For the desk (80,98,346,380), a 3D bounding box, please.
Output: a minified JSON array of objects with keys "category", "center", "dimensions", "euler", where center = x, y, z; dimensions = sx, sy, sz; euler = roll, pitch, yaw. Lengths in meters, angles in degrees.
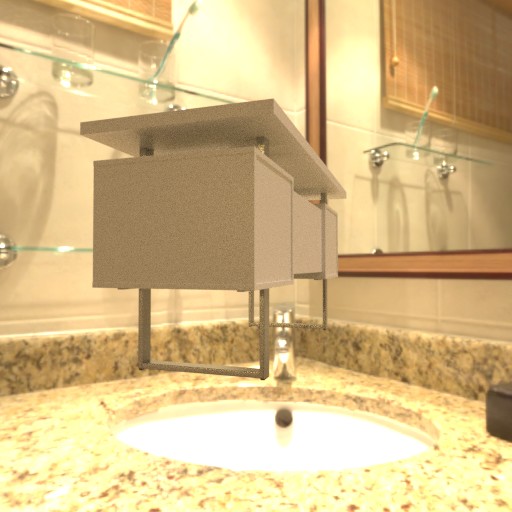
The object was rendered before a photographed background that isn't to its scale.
[{"category":"desk","center":[0.000,0.000,1.947],"dimensions":[0.603,0.773,1.530],"euler":[0,-1,18]}]
